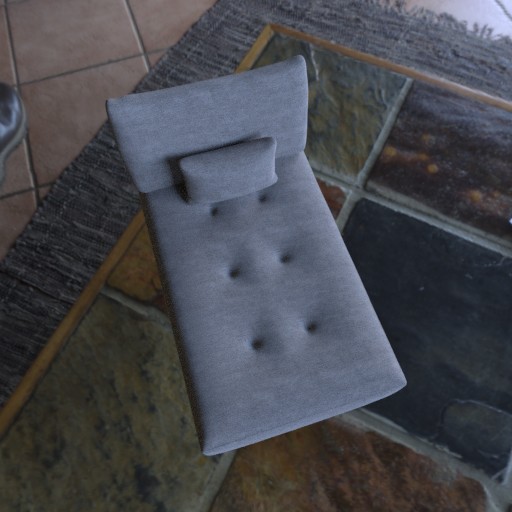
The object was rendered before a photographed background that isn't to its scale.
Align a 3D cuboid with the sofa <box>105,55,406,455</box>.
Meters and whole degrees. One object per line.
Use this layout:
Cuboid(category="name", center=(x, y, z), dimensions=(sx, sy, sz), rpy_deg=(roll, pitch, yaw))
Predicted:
Cuboid(category="sofa", center=(0.000, 0.000, 1.987), dimensions=(0.930, 0.820, 1.450), rpy_deg=(-16, 66, -7))
